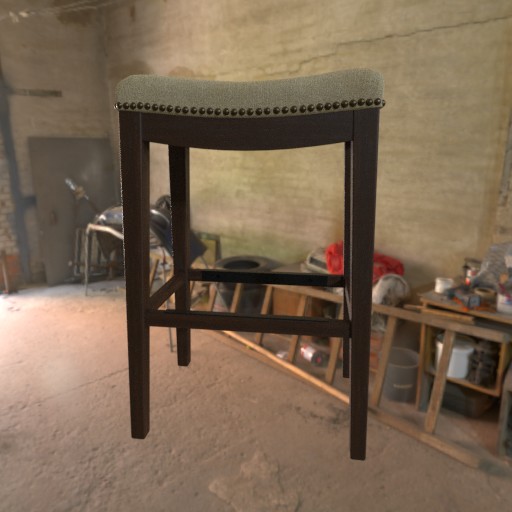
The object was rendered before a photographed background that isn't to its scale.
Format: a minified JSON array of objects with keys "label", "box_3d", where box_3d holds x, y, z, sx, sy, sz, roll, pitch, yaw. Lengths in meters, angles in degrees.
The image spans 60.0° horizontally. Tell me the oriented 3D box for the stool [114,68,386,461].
[{"label":"stool","box_3d":[0.000,0.000,1.027,0.509,0.768,0.363,2,15,8]}]
